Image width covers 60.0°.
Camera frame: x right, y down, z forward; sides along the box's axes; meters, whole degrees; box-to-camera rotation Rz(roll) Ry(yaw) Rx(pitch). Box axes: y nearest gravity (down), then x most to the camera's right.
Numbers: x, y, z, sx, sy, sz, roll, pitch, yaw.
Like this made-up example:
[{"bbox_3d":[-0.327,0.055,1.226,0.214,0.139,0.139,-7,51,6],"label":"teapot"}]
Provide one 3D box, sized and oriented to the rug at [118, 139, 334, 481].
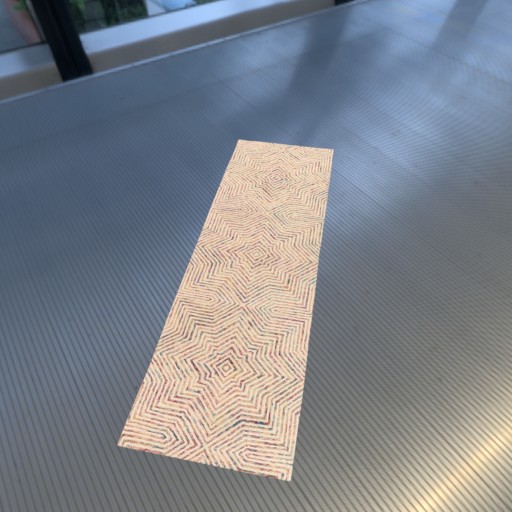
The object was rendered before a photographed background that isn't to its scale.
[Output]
[{"bbox_3d":[0.000,0.000,2.697,0.771,0.009,2.443,8,48,7],"label":"rug"}]
